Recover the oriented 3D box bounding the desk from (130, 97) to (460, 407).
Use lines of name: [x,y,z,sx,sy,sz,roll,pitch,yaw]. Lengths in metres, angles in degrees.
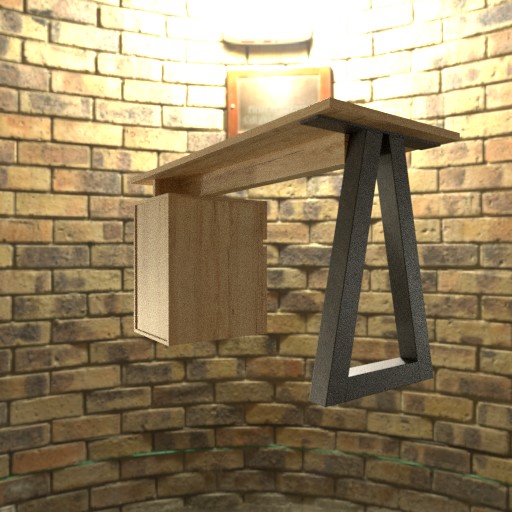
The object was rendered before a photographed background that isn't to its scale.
desk: [0.000,0.000,1.780,0.550,0.760,1.400,0,0,-35]
